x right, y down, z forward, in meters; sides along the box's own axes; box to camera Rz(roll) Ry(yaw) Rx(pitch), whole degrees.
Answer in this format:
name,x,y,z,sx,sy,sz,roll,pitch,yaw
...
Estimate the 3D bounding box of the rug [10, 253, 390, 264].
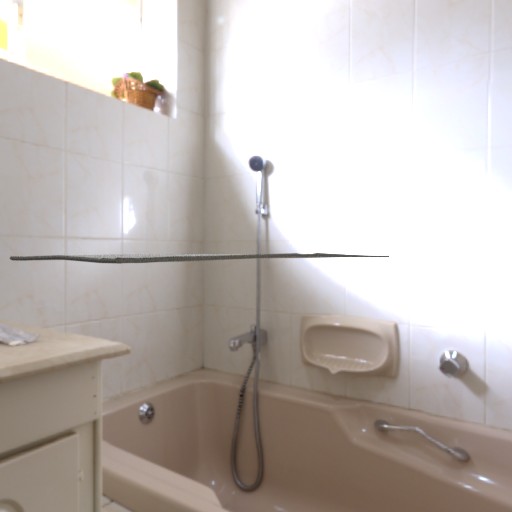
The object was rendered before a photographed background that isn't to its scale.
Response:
name,x,y,z,sx,sy,sz,roll,pitch,yaw
rug,0.000,0.000,2.483,0.675,0.037,2.341,0,0,37
